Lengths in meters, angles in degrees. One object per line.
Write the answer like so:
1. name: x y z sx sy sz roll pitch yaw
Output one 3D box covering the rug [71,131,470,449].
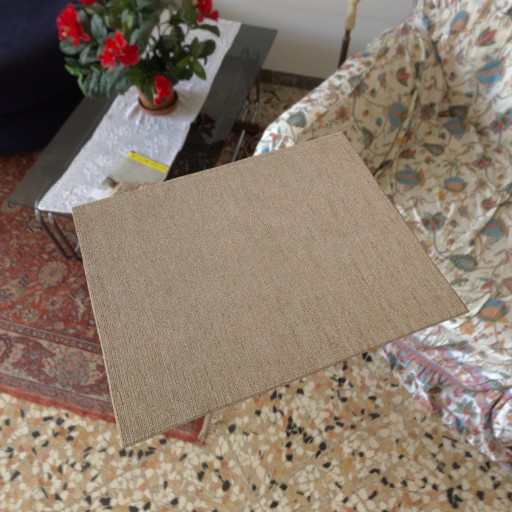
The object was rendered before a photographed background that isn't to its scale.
1. rug: 0.000 0.000 4.130 3.034 0.012 2.406 -18 60 -11
